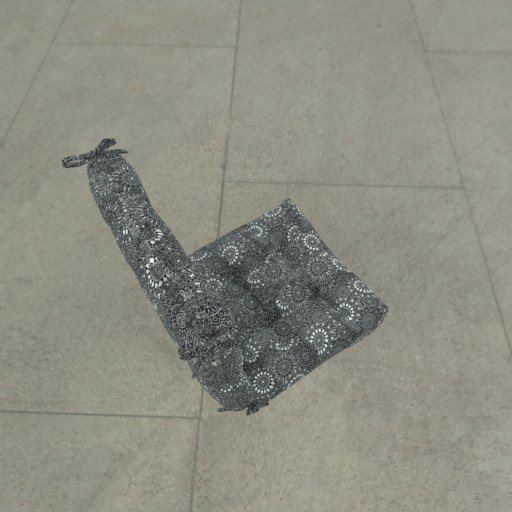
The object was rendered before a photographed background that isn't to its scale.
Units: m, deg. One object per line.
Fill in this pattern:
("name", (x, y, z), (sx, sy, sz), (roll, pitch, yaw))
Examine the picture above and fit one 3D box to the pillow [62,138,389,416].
("pillow", (0.000, 0.000, 1.041), (0.571, 0.605, 0.519), (-29, 62, -17))
